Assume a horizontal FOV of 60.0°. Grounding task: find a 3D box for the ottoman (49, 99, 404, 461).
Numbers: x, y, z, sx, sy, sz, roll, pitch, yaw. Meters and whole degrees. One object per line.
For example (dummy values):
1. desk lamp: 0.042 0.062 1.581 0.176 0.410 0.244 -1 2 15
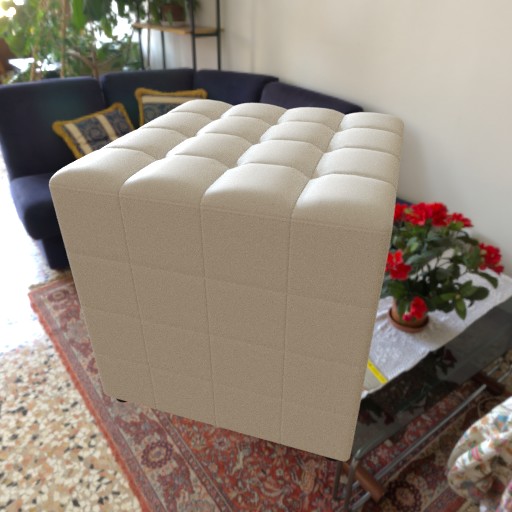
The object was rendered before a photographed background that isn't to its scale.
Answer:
1. ottoman: 0.000 0.000 0.781 0.425 0.432 0.425 10 33 15
